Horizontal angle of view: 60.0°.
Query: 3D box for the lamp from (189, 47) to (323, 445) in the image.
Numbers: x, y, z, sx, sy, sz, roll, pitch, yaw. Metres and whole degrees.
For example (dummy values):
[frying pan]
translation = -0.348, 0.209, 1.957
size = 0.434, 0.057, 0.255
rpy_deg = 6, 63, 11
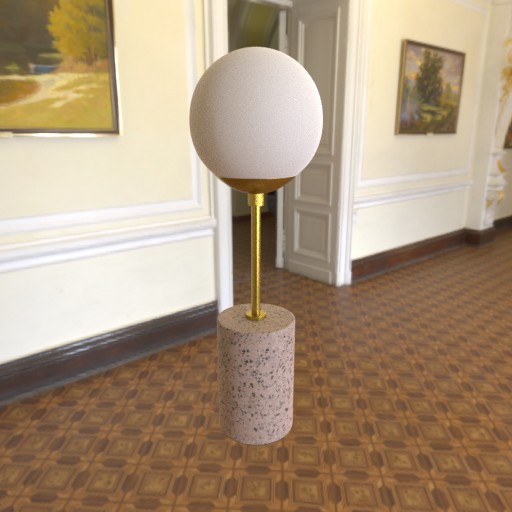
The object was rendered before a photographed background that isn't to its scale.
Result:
[lamp]
translation = 0.000, 0.000, 0.557
size = 0.153, 0.480, 0.153
rpy_deg = 0, 15, 0
